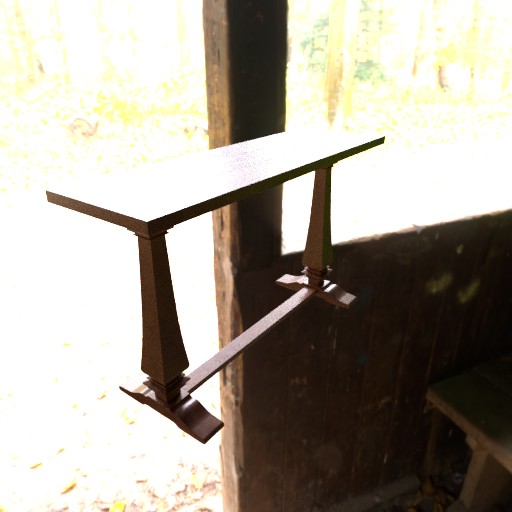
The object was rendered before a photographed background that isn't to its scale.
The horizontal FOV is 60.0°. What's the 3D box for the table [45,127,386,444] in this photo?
[{"bbox_3d":[0.000,0.000,1.893,0.461,0.852,1.478,17,30,33],"label":"table"}]
